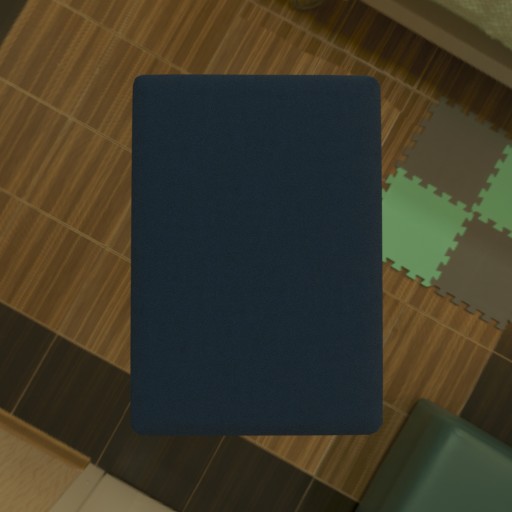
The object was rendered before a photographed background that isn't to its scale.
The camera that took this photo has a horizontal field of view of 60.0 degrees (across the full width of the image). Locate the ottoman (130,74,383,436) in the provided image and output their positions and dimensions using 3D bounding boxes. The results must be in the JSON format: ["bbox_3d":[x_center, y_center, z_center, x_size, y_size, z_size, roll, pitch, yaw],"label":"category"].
[{"bbox_3d":[0.000,0.000,1.211,0.587,0.498,0.835,0,88,-1],"label":"ottoman"}]
